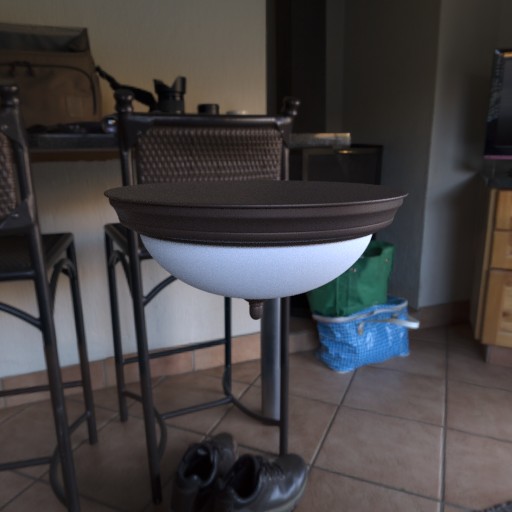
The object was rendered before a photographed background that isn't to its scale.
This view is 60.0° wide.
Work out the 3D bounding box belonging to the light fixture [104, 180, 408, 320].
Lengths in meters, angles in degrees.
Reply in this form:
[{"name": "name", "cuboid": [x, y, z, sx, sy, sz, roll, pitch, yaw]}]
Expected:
[{"name": "light fixture", "cuboid": [0.000, 0.000, 0.444, 0.280, 0.135, 0.280, 0, 13, 0]}]
